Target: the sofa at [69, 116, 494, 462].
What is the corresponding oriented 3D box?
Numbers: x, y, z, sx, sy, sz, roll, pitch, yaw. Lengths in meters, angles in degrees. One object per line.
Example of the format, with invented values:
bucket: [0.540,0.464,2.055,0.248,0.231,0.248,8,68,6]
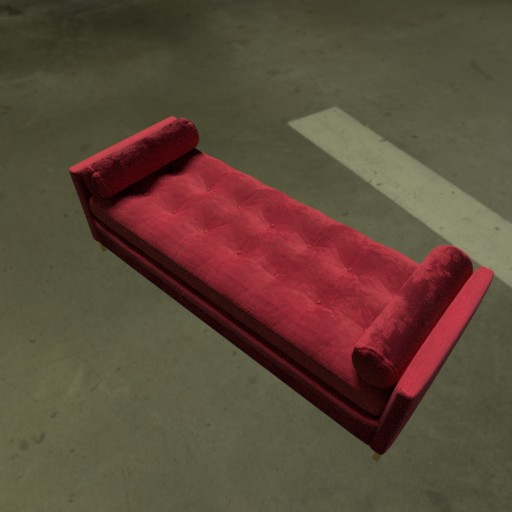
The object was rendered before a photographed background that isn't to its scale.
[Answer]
sofa: [0.000,0.000,2.390,2.102,0.705,0.796,32,54,27]
